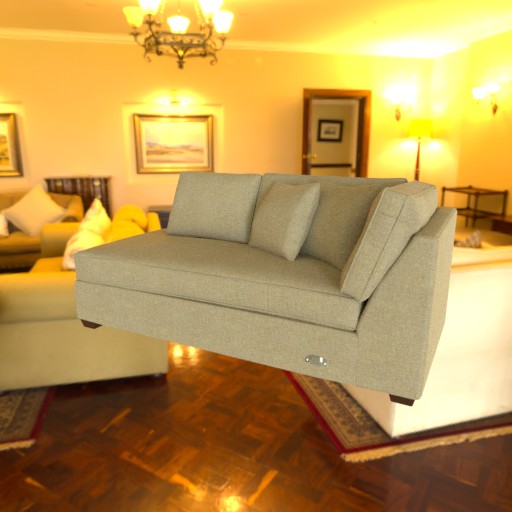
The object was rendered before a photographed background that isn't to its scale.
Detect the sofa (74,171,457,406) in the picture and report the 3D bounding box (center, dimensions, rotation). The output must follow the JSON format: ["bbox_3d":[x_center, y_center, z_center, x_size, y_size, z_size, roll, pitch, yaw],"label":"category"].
[{"bbox_3d":[0.000,0.000,2.840,2.238,1.019,1.110,7,15,27],"label":"sofa"}]
